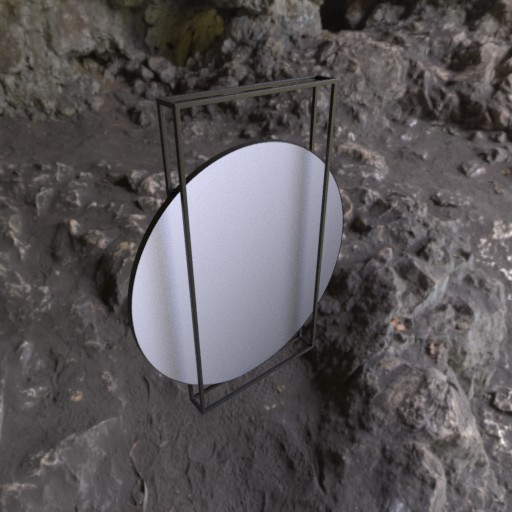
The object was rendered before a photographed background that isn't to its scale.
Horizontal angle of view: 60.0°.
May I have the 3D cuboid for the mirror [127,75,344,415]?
[{"bbox_3d":[0.000,0.000,0.835,0.508,0.603,0.051,-22,38,-33],"label":"mirror"}]
